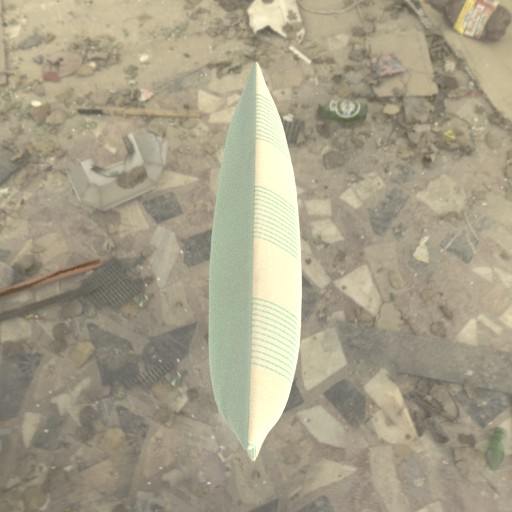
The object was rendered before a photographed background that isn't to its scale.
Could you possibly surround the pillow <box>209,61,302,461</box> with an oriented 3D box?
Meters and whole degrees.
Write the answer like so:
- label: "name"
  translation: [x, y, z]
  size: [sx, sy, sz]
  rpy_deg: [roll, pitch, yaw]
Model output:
- label: "pillow"
  translation: [0.000, 0.000, 0.737]
  size: [0.151, 0.287, 0.610]
  rpy_deg: [1, 63, 0]
